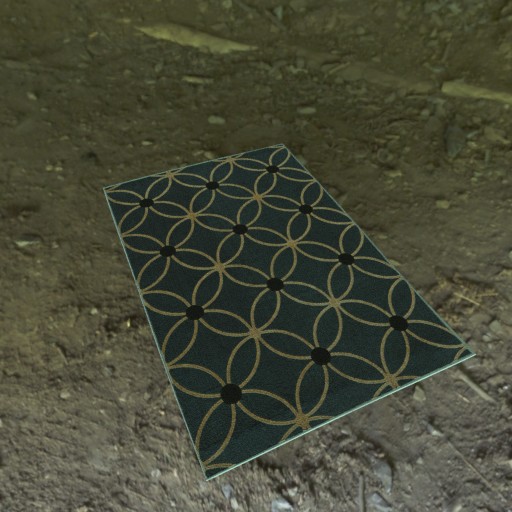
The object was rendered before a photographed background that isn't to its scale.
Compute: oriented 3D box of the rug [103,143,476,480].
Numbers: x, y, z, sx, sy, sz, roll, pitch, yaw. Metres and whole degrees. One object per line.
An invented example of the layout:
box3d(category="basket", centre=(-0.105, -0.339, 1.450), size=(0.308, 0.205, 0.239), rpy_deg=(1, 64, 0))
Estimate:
box3d(category="rug", centre=(0.000, 0.000, 2.847), size=(1.522, 0.008, 2.284), rpy_deg=(-18, 48, -17))
